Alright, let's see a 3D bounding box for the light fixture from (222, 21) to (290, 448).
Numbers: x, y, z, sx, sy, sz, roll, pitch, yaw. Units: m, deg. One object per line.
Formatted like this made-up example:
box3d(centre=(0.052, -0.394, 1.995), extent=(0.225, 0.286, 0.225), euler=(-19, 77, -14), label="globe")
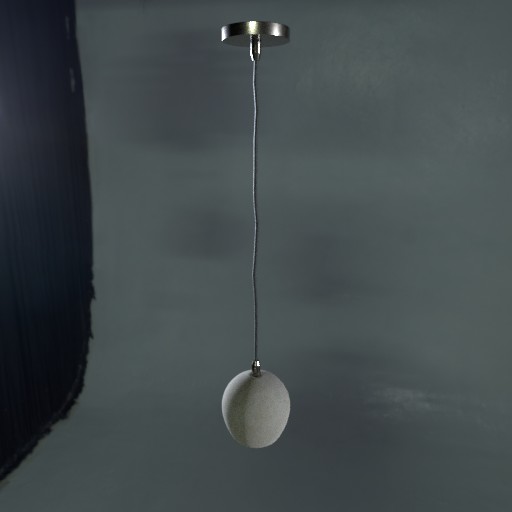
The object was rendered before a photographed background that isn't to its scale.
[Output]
box3d(centre=(0.000, 0.000, 0.822), extent=(0.139, 0.764, 0.139), euler=(3, 16, 9), label="light fixture")
